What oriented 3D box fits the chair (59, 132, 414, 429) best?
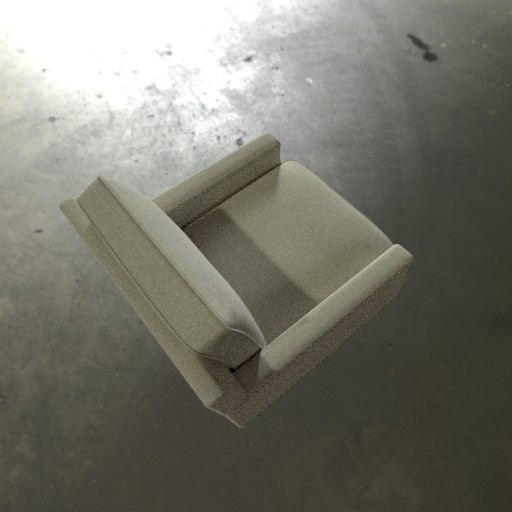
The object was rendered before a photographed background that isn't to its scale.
[{"bbox_3d":[0.000,0.000,1.747,1.014,0.943,0.853,-35,65,-19],"label":"chair"}]
